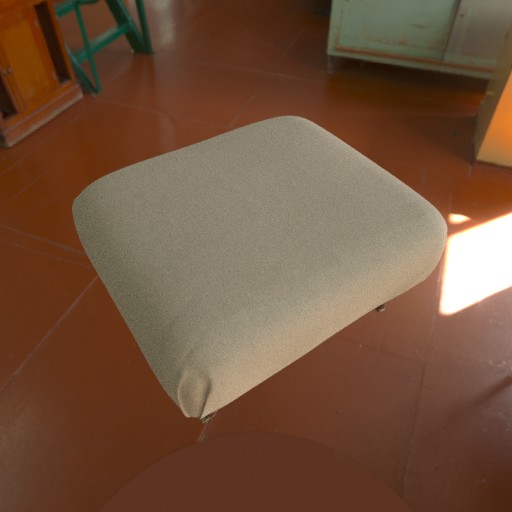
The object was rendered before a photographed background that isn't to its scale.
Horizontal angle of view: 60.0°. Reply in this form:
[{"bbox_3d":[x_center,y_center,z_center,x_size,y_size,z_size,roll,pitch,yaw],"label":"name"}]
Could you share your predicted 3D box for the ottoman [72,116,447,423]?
[{"bbox_3d":[0.000,0.000,1.163,0.746,0.450,0.639,-26,52,-23],"label":"ottoman"}]
